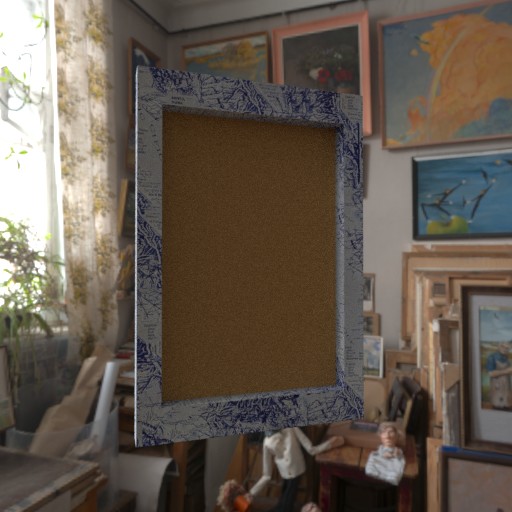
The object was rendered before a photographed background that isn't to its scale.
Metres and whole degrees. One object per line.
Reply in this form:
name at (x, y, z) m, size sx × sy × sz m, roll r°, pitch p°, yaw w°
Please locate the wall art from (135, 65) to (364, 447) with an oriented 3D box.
wall art at (0.000, 0.000, 0.487) m, size 0.255 × 0.376 × 0.025 m, roll 0°, pitch -1°, yaw -18°
